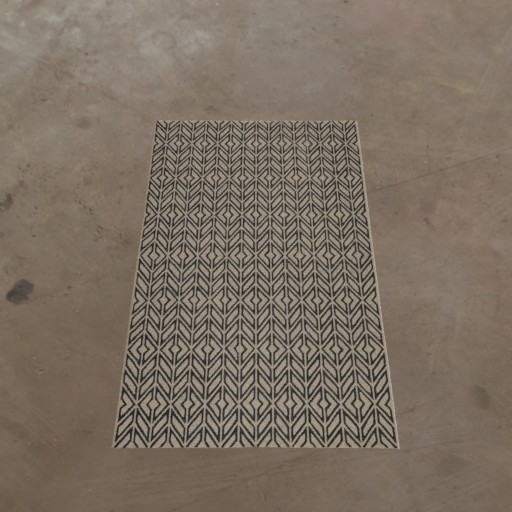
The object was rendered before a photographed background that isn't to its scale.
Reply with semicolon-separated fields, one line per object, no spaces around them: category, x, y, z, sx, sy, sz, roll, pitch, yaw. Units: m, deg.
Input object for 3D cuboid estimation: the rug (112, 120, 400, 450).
rug;0.000;0.000;2.282;1.220;0.007;1.828;0;64;0
